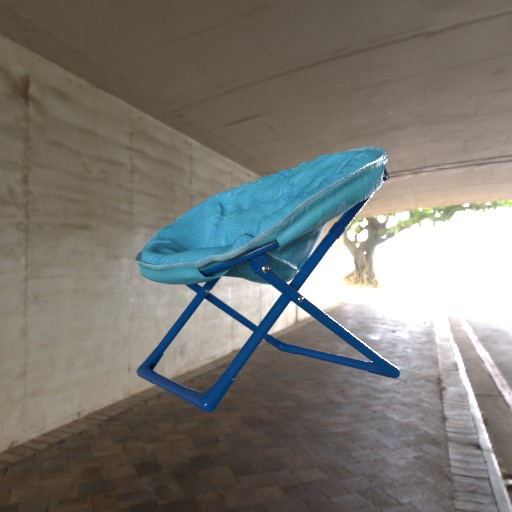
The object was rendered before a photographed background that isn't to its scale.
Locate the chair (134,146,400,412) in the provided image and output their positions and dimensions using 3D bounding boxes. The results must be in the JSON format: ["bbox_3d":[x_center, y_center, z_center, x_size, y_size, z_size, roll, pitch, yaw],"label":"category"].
[{"bbox_3d":[0.000,0.000,0.880,0.465,0.478,0.520,1,-1,-36],"label":"chair"}]
